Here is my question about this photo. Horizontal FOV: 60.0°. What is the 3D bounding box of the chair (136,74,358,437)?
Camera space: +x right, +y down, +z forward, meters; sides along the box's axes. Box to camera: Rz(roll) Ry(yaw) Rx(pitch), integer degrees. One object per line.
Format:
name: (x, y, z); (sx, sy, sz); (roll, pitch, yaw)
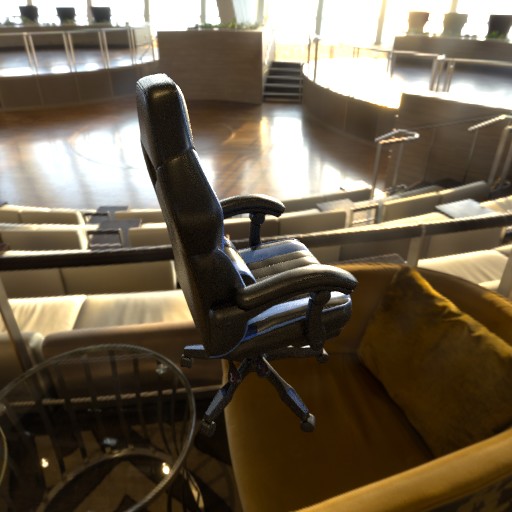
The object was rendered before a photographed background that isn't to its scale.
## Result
chair: (0.000, 0.000, 1.649); (0.700, 1.280, 0.700); (-11, 33, -17)
